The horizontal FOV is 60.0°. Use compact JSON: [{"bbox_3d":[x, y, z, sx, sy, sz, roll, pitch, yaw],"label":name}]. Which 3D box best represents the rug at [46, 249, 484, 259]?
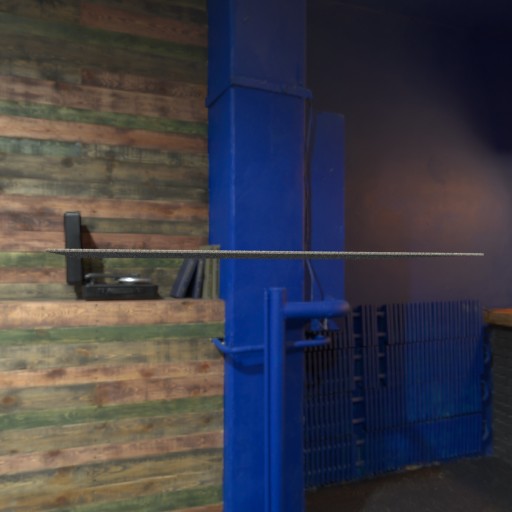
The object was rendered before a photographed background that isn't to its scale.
[{"bbox_3d":[0.000,0.000,3.068,2.444,0.012,1.526,0,-1,-17],"label":"rug"}]
